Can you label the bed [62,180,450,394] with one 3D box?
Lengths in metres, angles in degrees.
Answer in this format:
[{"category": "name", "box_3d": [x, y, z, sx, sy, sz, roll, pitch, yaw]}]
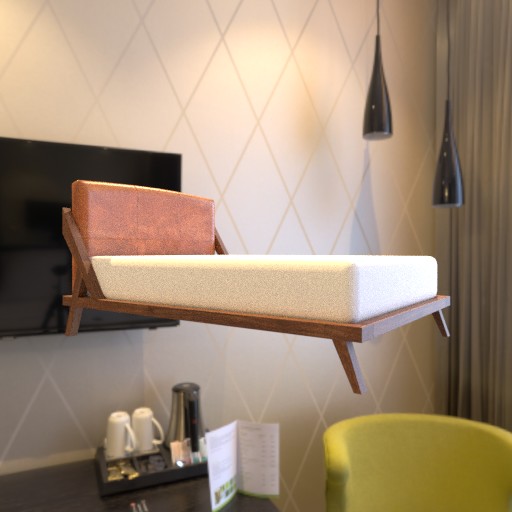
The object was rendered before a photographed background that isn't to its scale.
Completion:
[{"category": "bed", "box_3d": [0.000, 0.000, 3.247, 2.311, 1.168, 1.651, 0, 1, 36]}]
